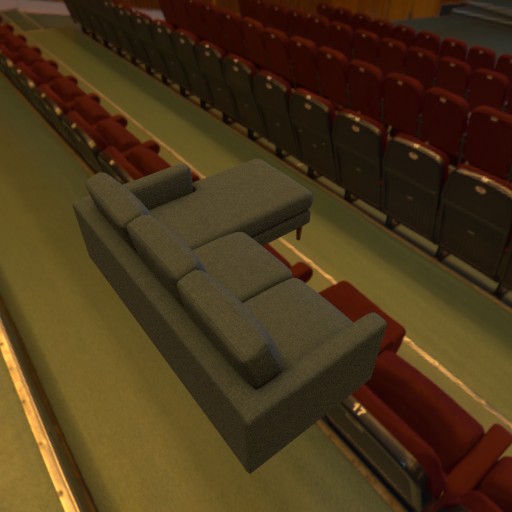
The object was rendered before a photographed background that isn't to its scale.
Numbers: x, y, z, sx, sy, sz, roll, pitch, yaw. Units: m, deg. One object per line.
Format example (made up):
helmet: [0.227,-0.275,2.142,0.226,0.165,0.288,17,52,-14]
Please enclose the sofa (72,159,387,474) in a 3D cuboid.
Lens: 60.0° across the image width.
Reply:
sofa: [0.000,0.000,2.989,1.667,0.957,2.055,-27,48,-27]
